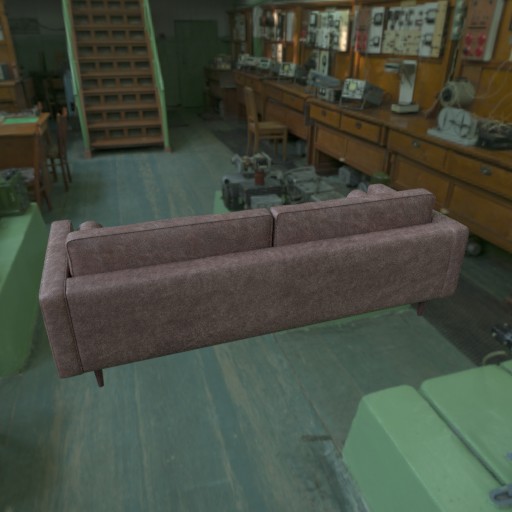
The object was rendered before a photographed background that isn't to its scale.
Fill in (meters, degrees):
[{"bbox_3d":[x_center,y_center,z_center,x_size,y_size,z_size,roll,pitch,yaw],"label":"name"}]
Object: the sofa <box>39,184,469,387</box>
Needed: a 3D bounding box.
[{"bbox_3d":[0.000,0.000,2.588,2.210,0.762,0.914,-9,28,-17],"label":"sofa"}]
